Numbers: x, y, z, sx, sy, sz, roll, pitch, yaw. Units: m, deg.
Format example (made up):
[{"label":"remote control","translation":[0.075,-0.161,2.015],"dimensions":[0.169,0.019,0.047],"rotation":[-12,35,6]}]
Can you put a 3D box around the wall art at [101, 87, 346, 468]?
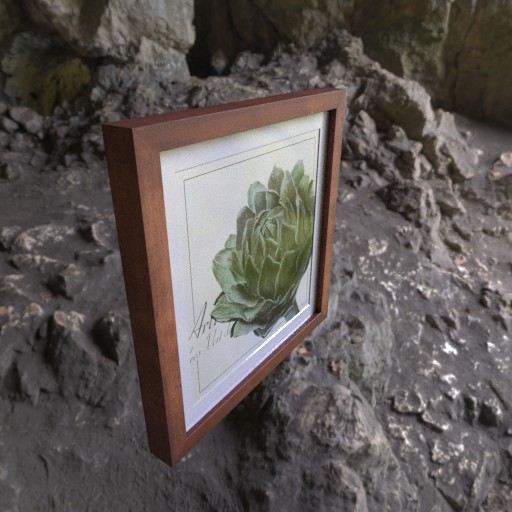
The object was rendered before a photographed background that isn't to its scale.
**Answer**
[{"label":"wall art","translation":[0.000,0.000,0.582],"dimensions":[0.038,0.385,0.386],"rotation":[17,31,32]}]
